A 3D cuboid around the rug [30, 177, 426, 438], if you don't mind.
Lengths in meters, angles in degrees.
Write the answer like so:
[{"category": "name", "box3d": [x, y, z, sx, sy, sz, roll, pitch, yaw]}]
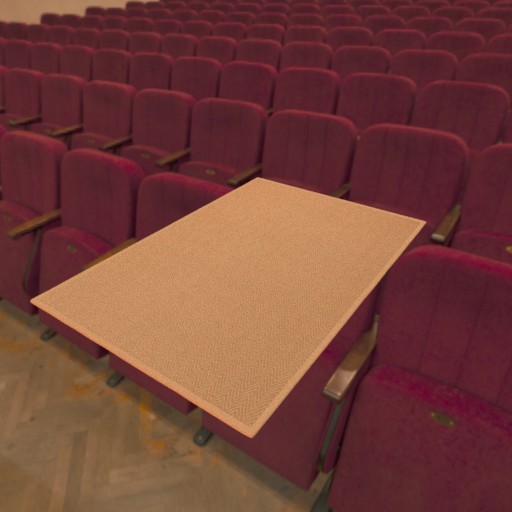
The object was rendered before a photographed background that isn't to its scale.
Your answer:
[{"category": "rug", "box3d": [0.000, 0.000, 2.888, 1.532, 0.017, 2.244, 20, 37, 29]}]
